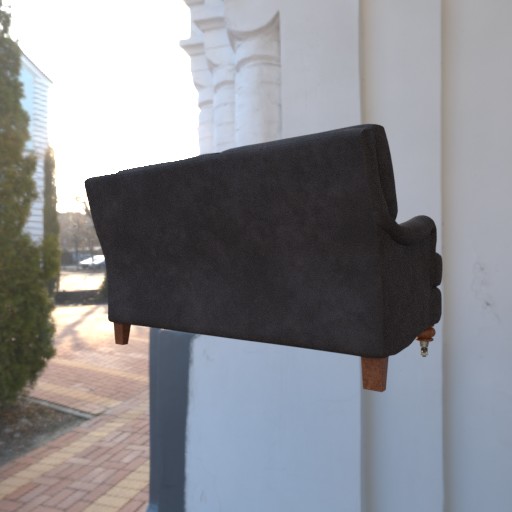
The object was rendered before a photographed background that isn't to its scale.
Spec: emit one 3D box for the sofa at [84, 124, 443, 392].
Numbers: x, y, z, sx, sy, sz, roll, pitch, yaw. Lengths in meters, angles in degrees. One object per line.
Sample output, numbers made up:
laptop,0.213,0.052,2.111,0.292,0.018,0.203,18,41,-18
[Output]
sofa,0.000,0.000,2.550,1.853,1.101,1.084,0,0,36
